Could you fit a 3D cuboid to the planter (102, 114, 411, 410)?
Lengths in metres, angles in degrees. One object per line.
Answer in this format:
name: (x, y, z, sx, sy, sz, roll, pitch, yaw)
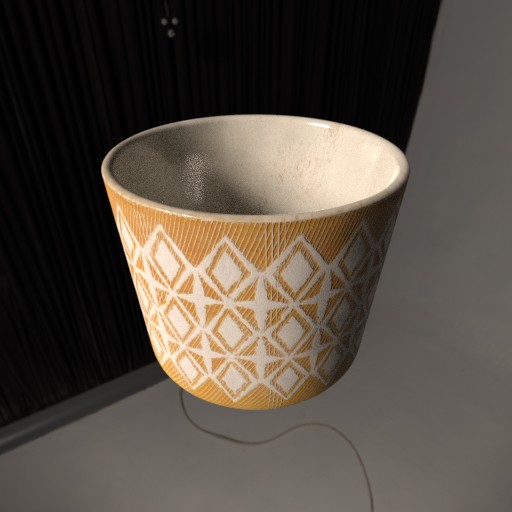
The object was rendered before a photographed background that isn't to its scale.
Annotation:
planter: (0.000, 0.000, 0.216, 0.126, 0.104, 0.126, 0, 32, 0)
